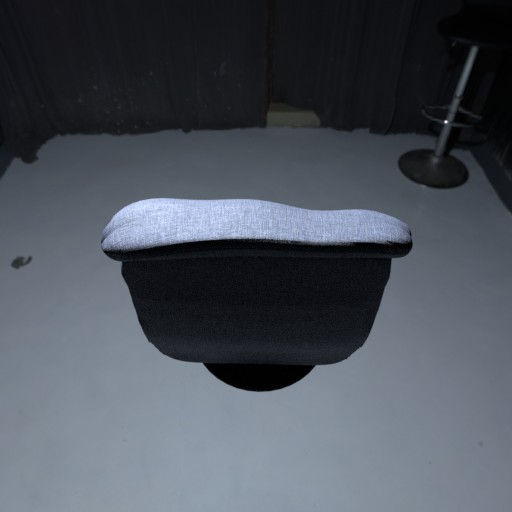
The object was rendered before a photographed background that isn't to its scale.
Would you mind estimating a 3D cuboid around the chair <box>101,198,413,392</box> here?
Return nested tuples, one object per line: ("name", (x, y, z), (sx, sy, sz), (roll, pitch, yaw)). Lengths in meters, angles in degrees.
("chair", (0.000, 0.000, 1.214), (0.597, 0.749, 0.668), (1, 46, 1))
